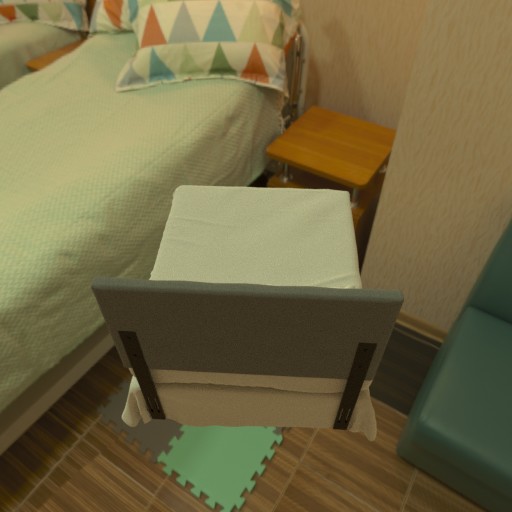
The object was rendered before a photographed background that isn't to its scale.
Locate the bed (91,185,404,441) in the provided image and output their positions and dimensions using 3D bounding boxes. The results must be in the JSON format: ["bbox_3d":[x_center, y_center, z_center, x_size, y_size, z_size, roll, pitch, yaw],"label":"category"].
[{"bbox_3d":[0.000,0.000,3.537,1.936,1.577,2.222,2,46,2],"label":"bed"}]
